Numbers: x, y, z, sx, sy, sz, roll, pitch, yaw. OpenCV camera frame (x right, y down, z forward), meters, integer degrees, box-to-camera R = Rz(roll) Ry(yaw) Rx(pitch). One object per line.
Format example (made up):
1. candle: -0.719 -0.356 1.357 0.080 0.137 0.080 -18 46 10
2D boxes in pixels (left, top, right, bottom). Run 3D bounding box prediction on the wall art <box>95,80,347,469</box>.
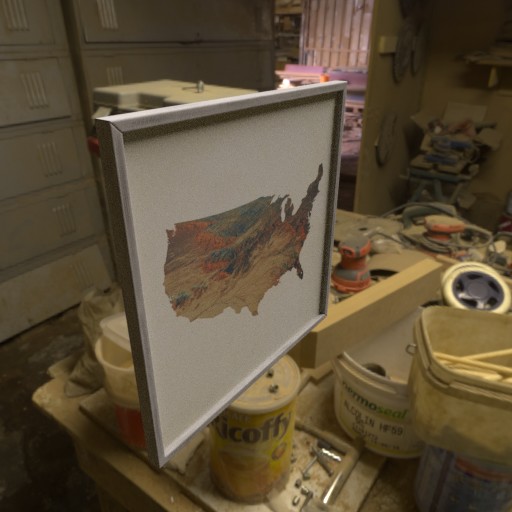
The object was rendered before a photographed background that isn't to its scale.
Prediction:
1. wall art: 0.000 0.000 0.440 0.015 0.303 0.303 19 32 33
